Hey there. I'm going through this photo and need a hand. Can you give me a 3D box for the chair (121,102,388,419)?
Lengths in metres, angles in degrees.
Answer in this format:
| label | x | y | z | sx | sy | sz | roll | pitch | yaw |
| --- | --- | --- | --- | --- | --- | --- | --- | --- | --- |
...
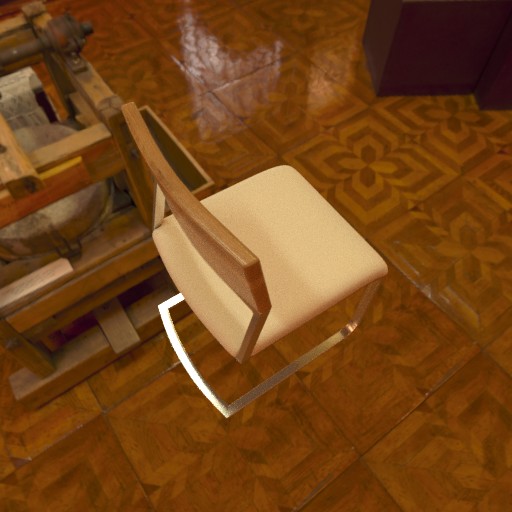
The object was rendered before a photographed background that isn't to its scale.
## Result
| label | x | y | z | sx | sy | sz | roll | pitch | yaw |
| --- | --- | --- | --- | --- | --- | --- | --- | --- | --- |
| chair | 0.000 | 0.000 | 1.204 | 0.585 | 0.844 | 0.467 | -30 | 62 | -17 |
